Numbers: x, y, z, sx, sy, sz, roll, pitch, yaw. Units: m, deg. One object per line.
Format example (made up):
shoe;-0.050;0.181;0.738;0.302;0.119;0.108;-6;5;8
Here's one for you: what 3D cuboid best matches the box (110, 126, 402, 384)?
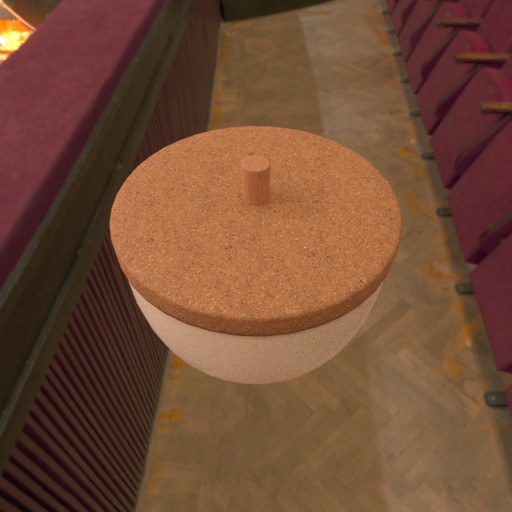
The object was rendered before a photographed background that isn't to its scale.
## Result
box;0.000;0.000;0.187;0.107;0.094;0.107;0;47;0
